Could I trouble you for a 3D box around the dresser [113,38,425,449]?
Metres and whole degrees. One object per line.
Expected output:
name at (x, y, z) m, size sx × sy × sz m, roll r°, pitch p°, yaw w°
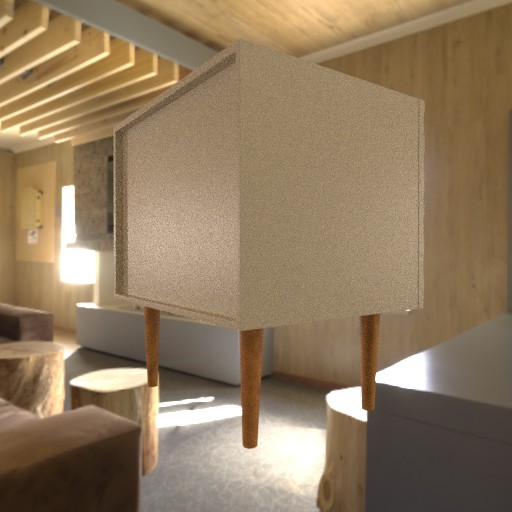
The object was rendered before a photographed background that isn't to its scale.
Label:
dresser at (0.000, 0.000, 0.899) m, size 0.414 × 0.568 × 0.503 m, roll 0°, pitch 1°, yaw -36°
